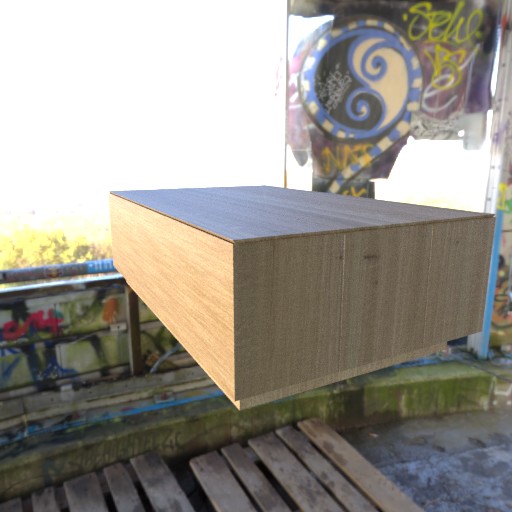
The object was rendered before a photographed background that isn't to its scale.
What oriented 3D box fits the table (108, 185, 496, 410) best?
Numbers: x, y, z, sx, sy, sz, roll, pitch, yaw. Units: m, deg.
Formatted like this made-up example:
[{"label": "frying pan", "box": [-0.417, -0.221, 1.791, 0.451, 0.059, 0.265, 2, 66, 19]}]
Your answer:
[{"label": "table", "box": [0.000, 0.000, 1.394, 0.678, 0.353, 1.110, -7, 15, -27]}]
